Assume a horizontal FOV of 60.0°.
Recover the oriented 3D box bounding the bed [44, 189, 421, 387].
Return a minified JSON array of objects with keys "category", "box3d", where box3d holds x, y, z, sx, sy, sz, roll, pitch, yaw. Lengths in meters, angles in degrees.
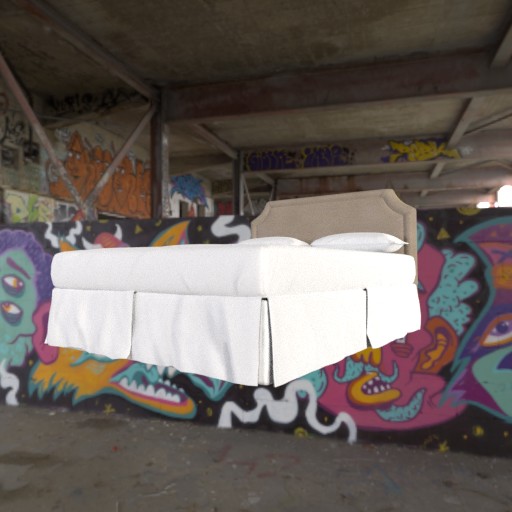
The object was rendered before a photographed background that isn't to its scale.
[{"category":"bed","box3d":[0.000,0.000,3.546,1.977,1.293,2.498,-1,-2,36]}]
